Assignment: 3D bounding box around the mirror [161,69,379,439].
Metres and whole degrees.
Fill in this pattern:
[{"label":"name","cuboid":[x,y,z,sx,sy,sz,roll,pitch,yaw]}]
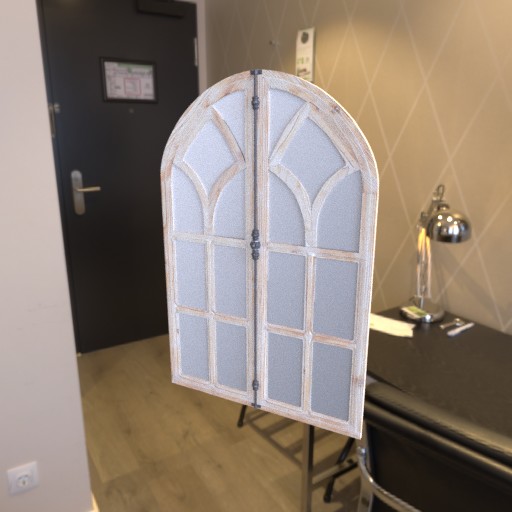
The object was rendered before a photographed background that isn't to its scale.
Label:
[{"label":"mirror","cuboid":[0.000,0.000,1.170,0.609,0.915,0.032,8,17,26]}]
